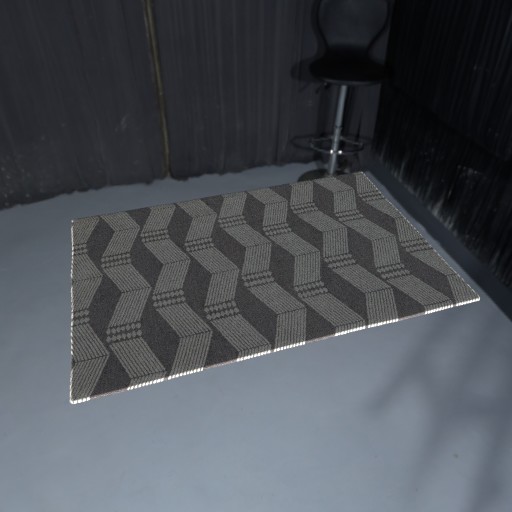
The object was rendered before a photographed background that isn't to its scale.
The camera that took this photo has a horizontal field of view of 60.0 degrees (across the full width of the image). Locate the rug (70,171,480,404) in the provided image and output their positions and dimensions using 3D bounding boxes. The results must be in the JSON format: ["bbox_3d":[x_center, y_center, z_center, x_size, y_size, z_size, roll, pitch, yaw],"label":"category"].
[{"bbox_3d":[0.000,0.000,2.301,1.833,0.016,1.210,-11,42,-13],"label":"rug"}]
